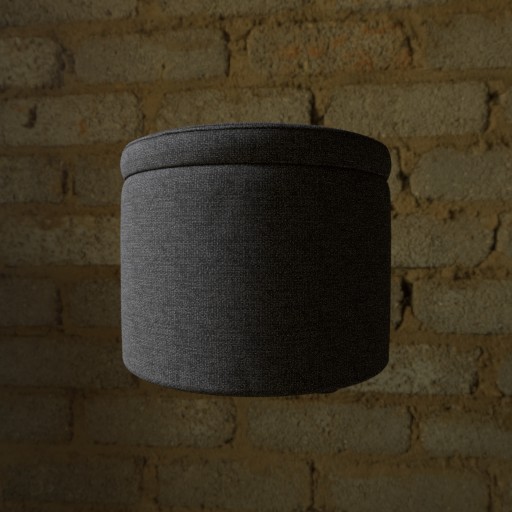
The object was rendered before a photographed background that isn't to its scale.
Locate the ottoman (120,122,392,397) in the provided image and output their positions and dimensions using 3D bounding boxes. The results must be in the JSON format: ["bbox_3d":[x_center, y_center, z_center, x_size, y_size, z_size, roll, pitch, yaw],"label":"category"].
[{"bbox_3d":[0.000,0.000,0.890,0.520,0.430,0.520,0,2,0],"label":"ottoman"}]
